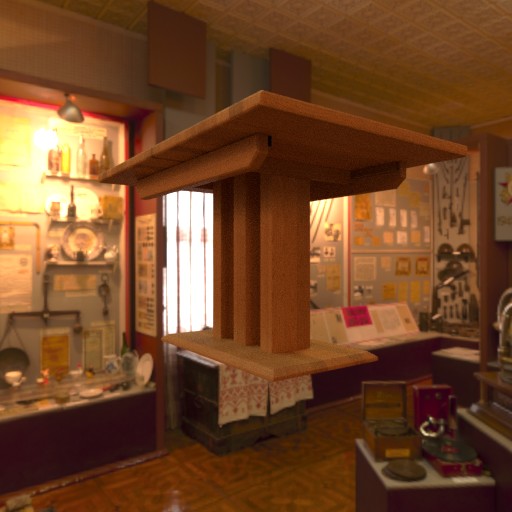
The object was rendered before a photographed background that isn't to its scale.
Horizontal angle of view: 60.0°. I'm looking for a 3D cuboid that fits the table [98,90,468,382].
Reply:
[{"bbox_3d":[0.000,0.000,1.815,0.900,0.770,1.300,0,0,-36],"label":"table"}]
